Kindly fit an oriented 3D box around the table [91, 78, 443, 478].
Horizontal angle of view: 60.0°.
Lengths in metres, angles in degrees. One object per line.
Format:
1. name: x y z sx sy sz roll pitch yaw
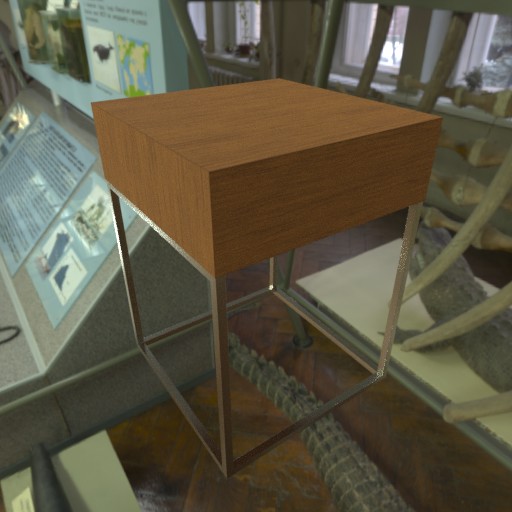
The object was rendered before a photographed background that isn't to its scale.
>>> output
1. table: 0.000 0.000 0.838 0.397 0.540 0.398 -20 36 -29
